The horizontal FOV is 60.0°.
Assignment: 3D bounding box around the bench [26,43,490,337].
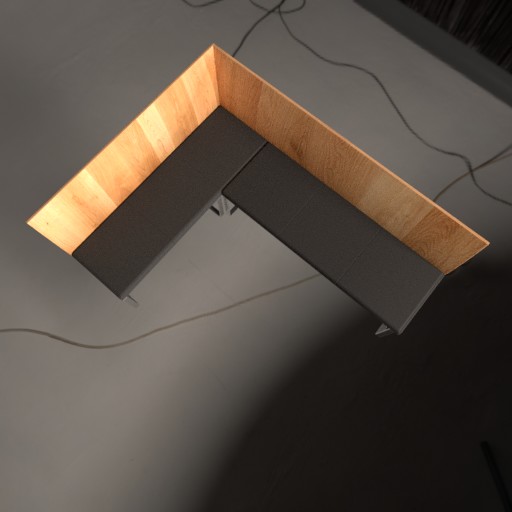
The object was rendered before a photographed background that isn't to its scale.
[{"bbox_3d":[0.000,0.000,2.784,1.945,0.930,1.495,39,78,10],"label":"bench"}]
